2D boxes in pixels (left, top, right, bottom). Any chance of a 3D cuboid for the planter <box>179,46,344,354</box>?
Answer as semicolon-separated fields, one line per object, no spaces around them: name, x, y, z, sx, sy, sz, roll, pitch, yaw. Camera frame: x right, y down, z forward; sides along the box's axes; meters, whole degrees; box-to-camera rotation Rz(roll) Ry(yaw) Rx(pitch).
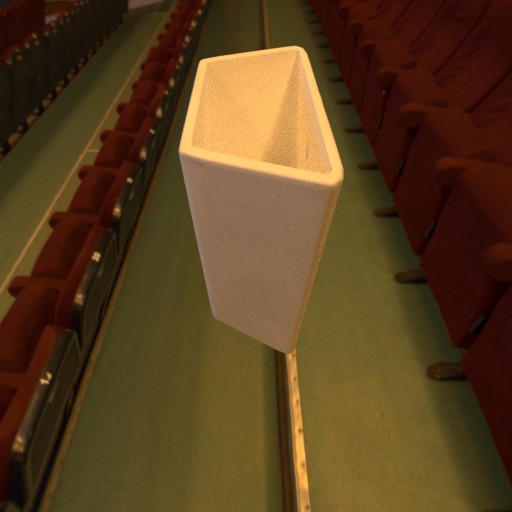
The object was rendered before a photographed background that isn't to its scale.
planter;0.000;0.000;0.270;0.060;0.197;0.150;-1;42;-1
